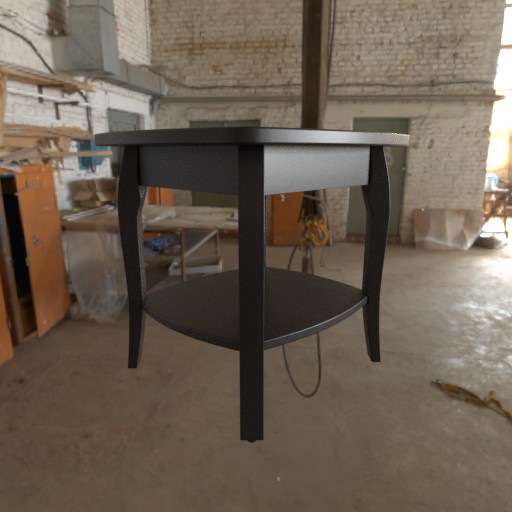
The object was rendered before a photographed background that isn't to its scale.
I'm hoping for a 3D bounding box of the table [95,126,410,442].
[{"bbox_3d":[0.000,0.000,0.865,0.457,0.457,0.508,13,18,43],"label":"table"}]
